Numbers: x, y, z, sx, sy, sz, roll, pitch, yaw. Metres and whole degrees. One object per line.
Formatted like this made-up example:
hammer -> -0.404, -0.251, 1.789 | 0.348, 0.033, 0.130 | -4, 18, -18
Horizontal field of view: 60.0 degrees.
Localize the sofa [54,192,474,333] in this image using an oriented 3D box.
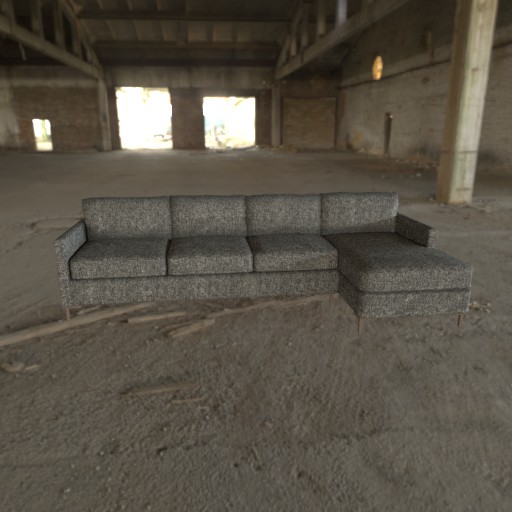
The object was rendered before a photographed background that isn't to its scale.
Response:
sofa -> 0.000, 0.000, 4.058 | 3.384, 0.970, 1.488 | -2, 16, -7
